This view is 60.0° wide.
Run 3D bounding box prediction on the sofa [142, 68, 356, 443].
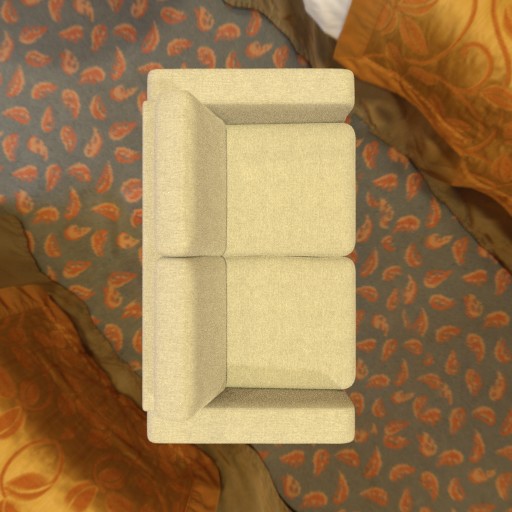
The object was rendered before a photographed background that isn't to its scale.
[{"bbox_3d":[0.000,0.000,1.984,0.900,0.800,1.540,0,90,0],"label":"sofa"}]
